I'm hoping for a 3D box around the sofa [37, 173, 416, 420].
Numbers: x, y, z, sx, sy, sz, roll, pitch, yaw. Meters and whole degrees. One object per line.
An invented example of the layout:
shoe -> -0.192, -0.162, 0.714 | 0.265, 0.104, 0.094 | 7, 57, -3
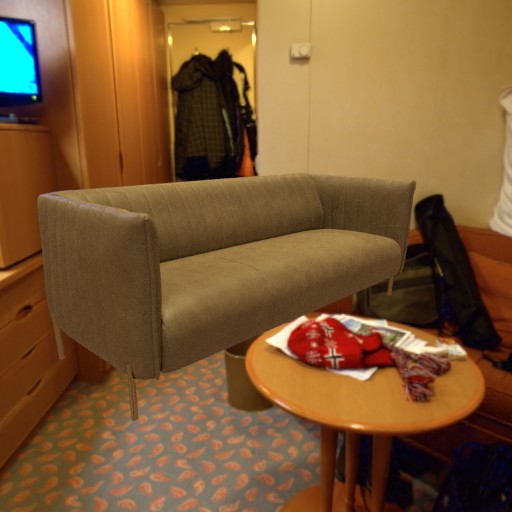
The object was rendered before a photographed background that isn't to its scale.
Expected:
sofa -> 0.000, 0.000, 2.408 | 0.876, 0.779, 1.980 | 14, 20, 43
